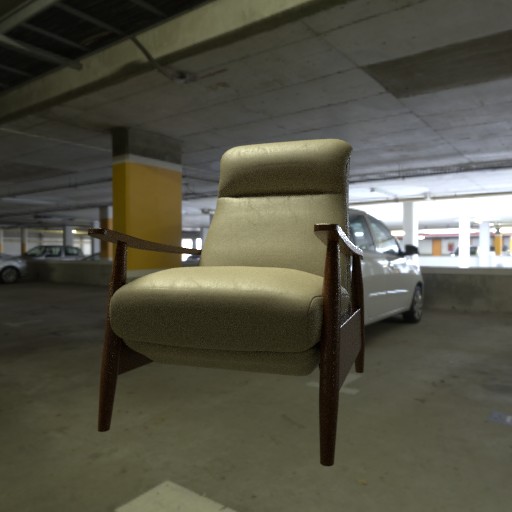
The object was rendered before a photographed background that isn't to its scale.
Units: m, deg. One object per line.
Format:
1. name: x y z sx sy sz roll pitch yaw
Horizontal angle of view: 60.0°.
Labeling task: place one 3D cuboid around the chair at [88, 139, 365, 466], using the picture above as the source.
1. chair: 0.000 0.000 1.713 0.762 1.082 1.014 0 1 18
